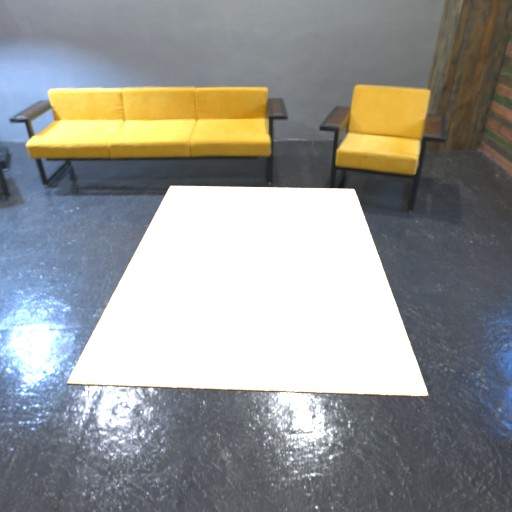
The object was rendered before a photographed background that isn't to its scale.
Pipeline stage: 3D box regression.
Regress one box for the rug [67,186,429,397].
[{"bbox_3d":[0.000,0.000,2.759,1.524,0.010,2.134,1,32,2],"label":"rug"}]
